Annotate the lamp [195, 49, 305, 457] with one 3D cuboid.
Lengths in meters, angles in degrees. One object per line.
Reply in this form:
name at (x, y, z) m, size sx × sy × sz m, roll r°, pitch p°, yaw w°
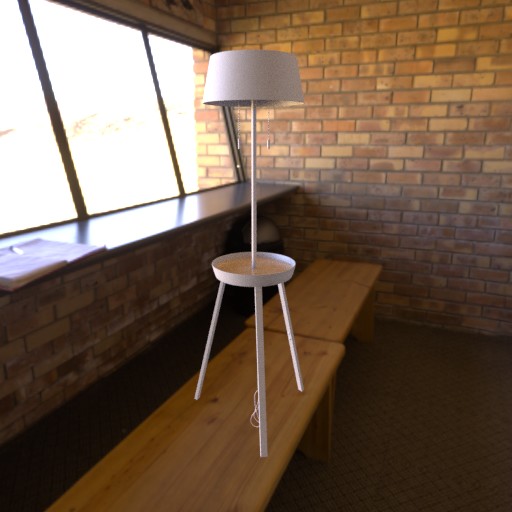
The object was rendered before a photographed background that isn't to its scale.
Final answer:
lamp at (0.000, 0.000, 1.684) m, size 0.508 × 1.429 × 0.468 m, roll -2°, pitch 15°, yaw -8°
